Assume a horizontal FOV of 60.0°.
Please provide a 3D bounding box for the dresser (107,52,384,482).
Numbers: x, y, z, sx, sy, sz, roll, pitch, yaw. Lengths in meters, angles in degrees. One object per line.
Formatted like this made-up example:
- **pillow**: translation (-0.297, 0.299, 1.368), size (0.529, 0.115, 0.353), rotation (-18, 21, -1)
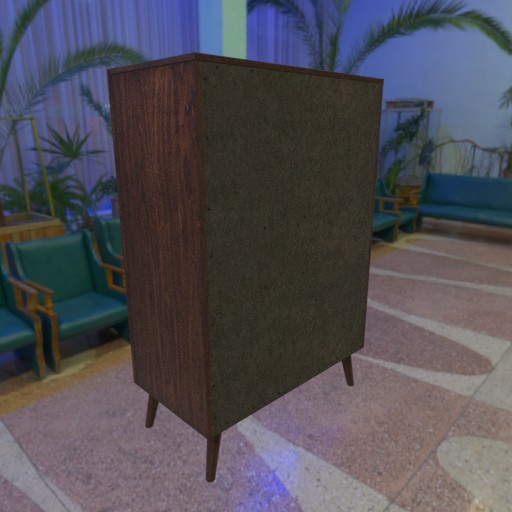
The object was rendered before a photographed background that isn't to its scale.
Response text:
- **dresser**: translation (0.000, 0.000, 1.793), size (0.919, 1.365, 0.498), rotation (-15, 22, -42)
